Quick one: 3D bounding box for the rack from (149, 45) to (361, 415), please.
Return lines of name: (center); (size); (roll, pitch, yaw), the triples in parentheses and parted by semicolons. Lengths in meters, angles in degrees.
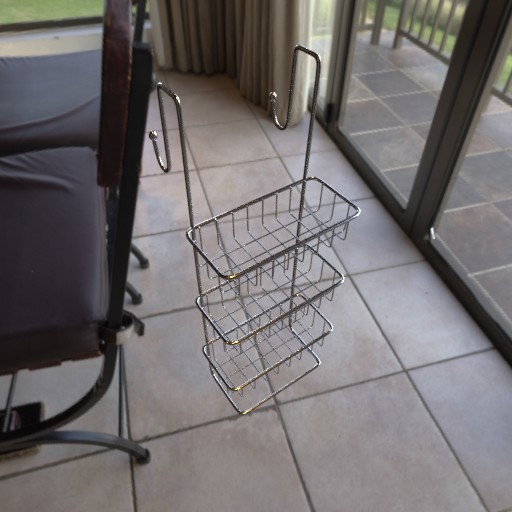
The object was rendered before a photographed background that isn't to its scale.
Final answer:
rack: (0.000, 0.000, 0.699); (0.228, 0.574, 0.202); (-26, 51, -24)
